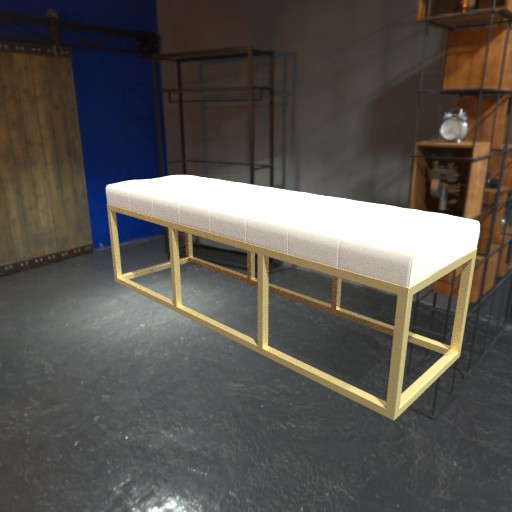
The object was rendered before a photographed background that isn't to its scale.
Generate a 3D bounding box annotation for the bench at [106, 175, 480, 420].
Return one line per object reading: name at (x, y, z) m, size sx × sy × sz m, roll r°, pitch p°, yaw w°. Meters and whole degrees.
bench at (0.000, 0.000, 1.746) m, size 1.473 × 0.484 × 0.457 m, roll 17°, pitch 24°, yaw 42°
